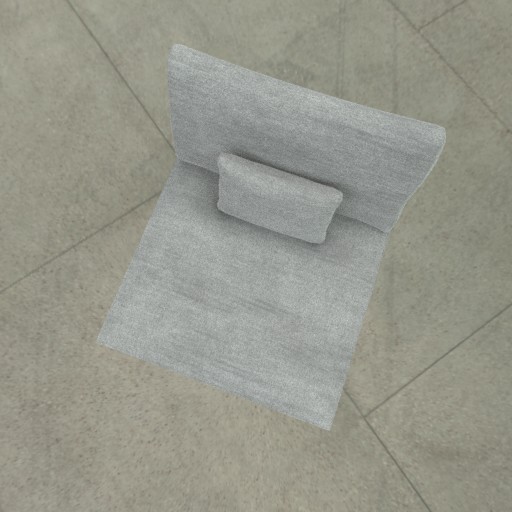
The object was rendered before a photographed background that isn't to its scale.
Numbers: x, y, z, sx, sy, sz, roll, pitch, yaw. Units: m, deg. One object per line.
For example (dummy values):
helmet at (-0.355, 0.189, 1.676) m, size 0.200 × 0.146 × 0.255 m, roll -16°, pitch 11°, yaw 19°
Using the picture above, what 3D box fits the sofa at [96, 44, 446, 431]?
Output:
sofa at (0.000, 0.000, 1.647) m, size 0.930 × 0.820 × 1.000 m, roll 19°, pitch 77°, yaw 5°
